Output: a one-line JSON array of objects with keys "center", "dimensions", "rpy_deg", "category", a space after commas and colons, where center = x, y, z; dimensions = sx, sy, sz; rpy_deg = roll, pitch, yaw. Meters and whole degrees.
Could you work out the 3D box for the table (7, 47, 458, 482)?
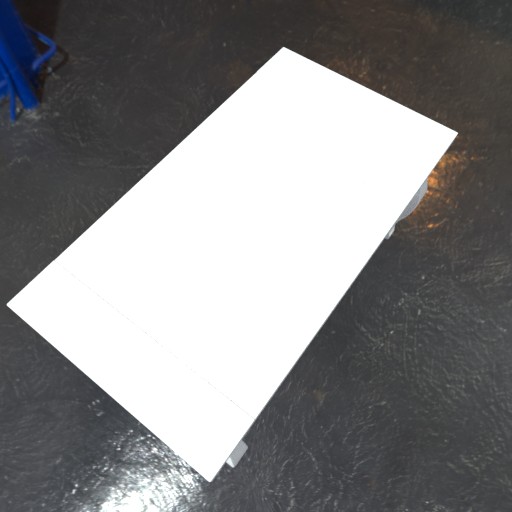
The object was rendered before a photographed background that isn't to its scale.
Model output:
[{"center": [0.000, 0.000, 1.315], "dimensions": [0.600, 0.495, 1.062], "rpy_deg": [34, 67, 16], "category": "table"}]
